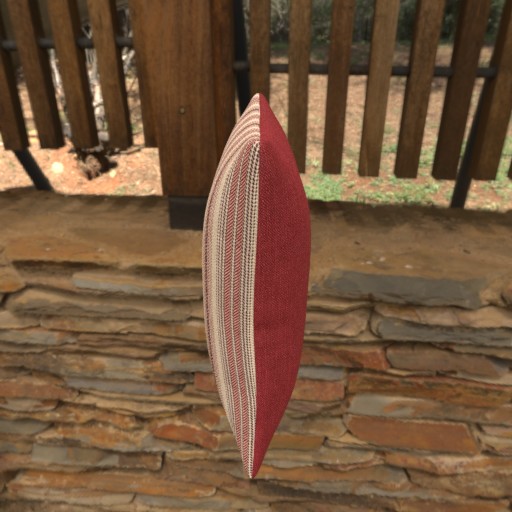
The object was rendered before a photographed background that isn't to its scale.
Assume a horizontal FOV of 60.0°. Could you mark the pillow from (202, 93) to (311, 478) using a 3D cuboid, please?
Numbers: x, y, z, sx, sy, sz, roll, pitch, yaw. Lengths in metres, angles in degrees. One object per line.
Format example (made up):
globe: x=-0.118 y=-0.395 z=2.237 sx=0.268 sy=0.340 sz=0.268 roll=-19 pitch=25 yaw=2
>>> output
pillow: x=0.000 y=0.000 z=0.780 sx=0.166 sy=0.497 sz=0.513 roll=0 pitch=25 yaw=0
